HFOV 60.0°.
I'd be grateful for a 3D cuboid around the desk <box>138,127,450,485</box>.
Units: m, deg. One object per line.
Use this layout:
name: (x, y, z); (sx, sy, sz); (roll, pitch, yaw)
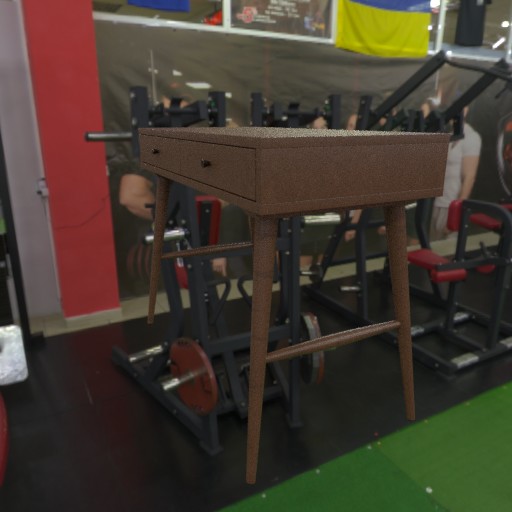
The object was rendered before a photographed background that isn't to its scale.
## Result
desk: (0.000, 0.000, 1.387); (0.510, 0.758, 0.949); (-9, 19, -26)
